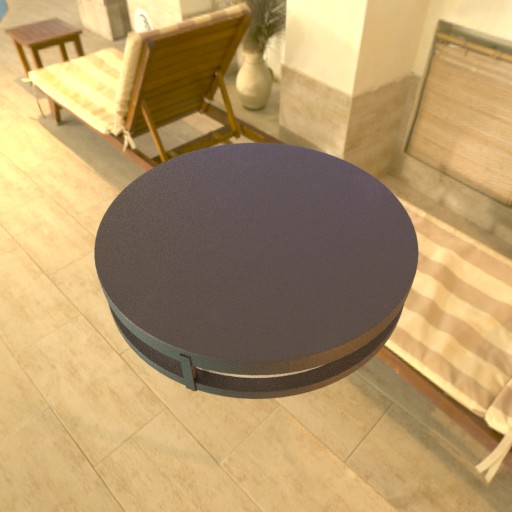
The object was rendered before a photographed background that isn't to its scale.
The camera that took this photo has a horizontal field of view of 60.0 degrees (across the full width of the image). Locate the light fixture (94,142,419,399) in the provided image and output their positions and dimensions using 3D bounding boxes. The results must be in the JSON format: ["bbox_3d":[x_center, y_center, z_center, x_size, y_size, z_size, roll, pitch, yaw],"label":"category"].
[{"bbox_3d":[0.000,0.000,0.535,0.356,0.102,0.356,0,45,0],"label":"light fixture"}]
